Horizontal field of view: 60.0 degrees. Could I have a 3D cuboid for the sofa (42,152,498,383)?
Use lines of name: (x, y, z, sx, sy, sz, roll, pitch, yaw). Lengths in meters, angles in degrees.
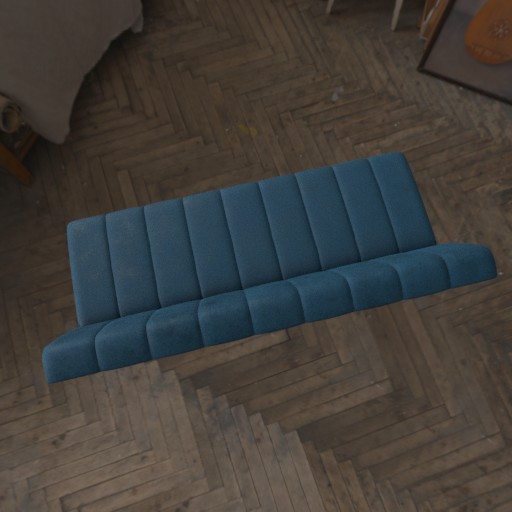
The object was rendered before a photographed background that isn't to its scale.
sofa: (0.000, 0.000, 2.180, 1.810, 0.825, 0.830, -13, 74, -4)
